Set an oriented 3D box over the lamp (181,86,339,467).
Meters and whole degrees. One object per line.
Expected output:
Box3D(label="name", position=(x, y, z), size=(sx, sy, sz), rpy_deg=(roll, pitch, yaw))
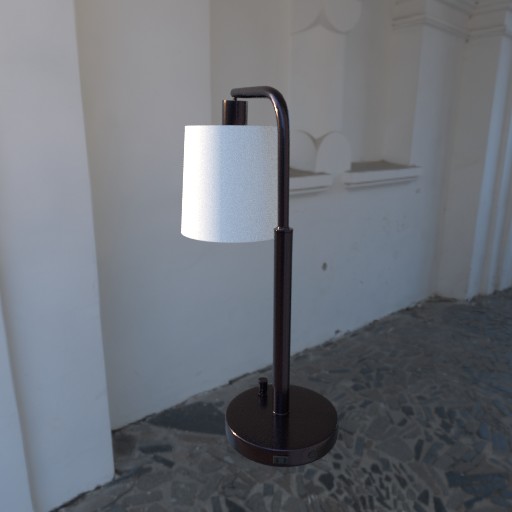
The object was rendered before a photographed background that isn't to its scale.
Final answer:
Box3D(label="lamp", position=(0.000, 0.000, 0.666), size=(0.171, 0.489, 0.333), rpy_deg=(-7, 16, -26))
